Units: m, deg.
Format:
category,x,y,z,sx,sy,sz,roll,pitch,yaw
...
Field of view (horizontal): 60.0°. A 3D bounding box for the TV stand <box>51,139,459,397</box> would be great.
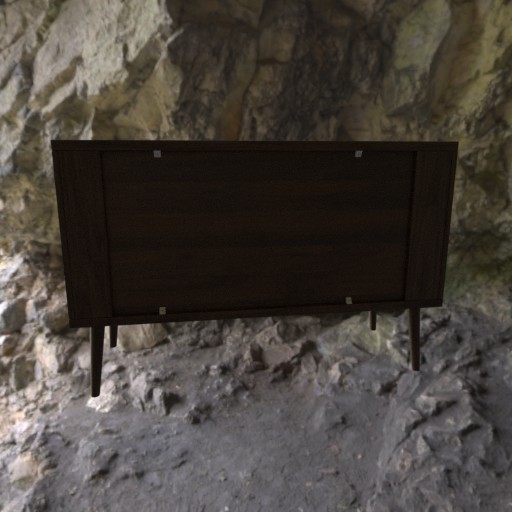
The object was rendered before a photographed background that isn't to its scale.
category,x,y,z,sx,sy,sz,roll,pitch,yaw
TV stand,0.000,0.000,1.330,0.990,0.660,0.405,-2,13,-9
